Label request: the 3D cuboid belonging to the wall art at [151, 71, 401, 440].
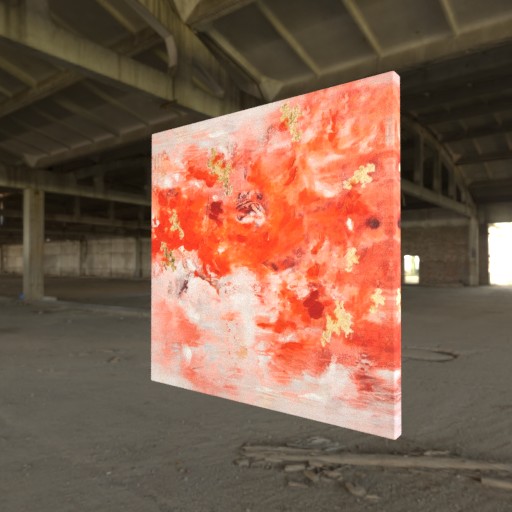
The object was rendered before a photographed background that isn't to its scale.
[{"bbox_3d":[0.000,0.000,1.142,0.747,0.746,0.064,-1,-1,37],"label":"wall art"}]
